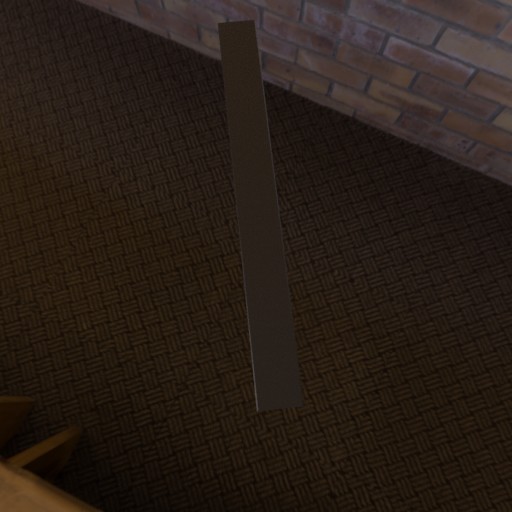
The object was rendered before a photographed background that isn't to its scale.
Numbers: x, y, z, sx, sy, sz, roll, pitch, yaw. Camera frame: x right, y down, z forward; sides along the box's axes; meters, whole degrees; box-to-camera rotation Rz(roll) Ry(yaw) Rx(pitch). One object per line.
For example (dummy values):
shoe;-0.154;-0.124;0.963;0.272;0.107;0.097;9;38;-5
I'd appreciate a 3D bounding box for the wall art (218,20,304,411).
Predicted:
wall art;0.000;0.000;0.496;0.030;0.369;0.294;-6;76;-1
